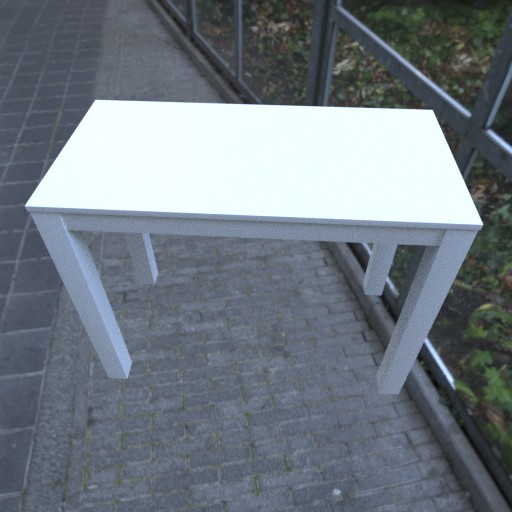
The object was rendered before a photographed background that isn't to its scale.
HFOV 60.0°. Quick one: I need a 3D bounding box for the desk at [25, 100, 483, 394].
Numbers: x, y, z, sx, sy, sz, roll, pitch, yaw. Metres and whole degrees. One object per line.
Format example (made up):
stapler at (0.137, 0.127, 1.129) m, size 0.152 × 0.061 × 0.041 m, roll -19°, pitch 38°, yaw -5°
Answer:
desk at (0.000, 0.000, 1.401) m, size 0.990 × 0.762 × 0.497 m, roll 3°, pitch 46°, yaw 2°
